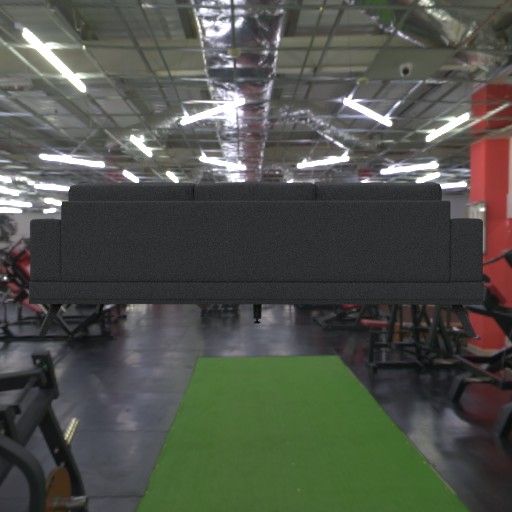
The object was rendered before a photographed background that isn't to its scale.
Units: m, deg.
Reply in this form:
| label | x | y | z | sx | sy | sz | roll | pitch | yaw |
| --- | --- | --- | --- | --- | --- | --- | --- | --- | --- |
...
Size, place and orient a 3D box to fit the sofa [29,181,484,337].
| label | x | y | z | sx | sy | sz | roll | pitch | yaw |
| --- | --- | --- | --- | --- | --- | --- | --- | --- | --- |
| sofa | 0.000 | 0.000 | 2.680 | 2.310 | 0.810 | 0.920 | 0 | 1 | 1 |
